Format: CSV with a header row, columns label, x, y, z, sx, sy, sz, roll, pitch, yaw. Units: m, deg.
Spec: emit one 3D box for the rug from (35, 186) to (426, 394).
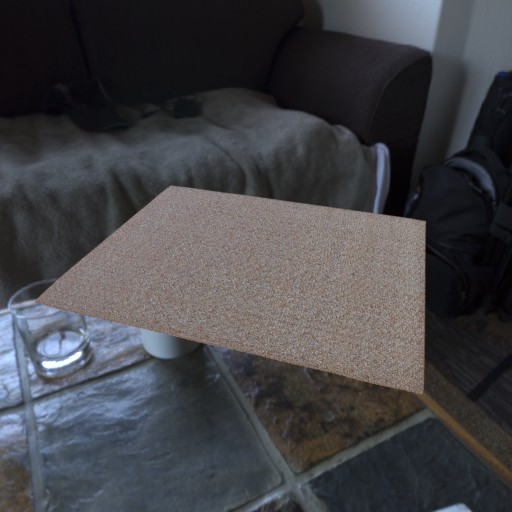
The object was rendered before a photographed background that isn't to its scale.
label,x,y,z,sx,sy,sz,roll,pitch,yaw
rug,0.000,0.000,4.173,3.048,0.013,2.439,10,34,15
